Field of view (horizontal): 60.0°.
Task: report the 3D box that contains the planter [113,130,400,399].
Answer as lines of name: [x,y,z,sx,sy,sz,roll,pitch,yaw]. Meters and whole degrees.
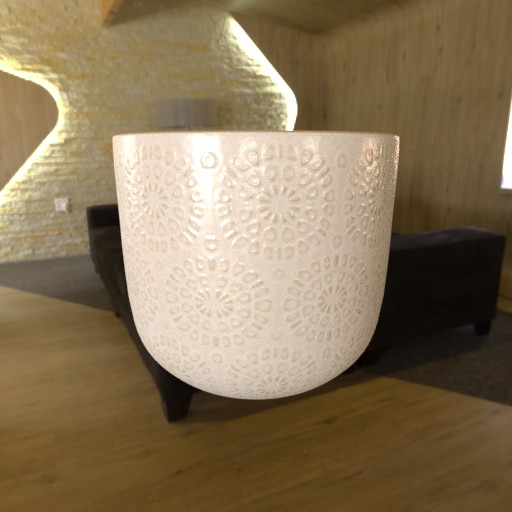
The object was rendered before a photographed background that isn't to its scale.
planter: [0.000,0.000,0.292,0.170,0.152,0.170,0,13,0]
